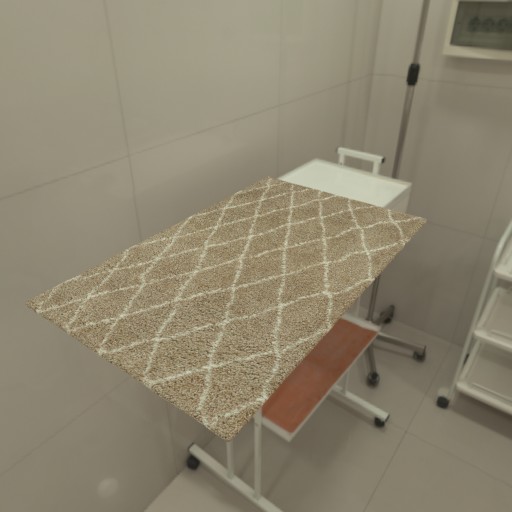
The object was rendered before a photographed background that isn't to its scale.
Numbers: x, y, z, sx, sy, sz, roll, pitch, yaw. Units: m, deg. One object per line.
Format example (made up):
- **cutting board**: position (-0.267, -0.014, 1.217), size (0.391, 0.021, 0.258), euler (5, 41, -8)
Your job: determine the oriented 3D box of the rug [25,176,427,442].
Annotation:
- **rug**: position (0.000, 0.000, 3.004), size (1.524, 0.030, 2.438), euler (21, 37, 30)
